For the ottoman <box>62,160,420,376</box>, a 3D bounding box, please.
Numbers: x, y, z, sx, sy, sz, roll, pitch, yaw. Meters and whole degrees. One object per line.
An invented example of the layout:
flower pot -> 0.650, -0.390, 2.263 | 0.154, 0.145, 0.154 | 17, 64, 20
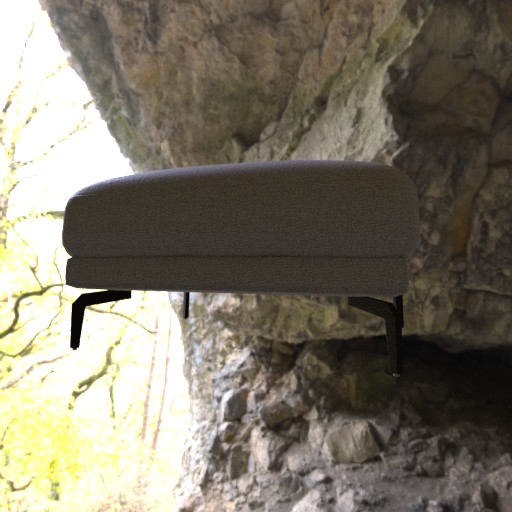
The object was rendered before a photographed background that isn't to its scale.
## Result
ottoman -> 0.000, 0.000, 1.120 | 0.772, 0.420, 0.568 | 0, 0, 19
